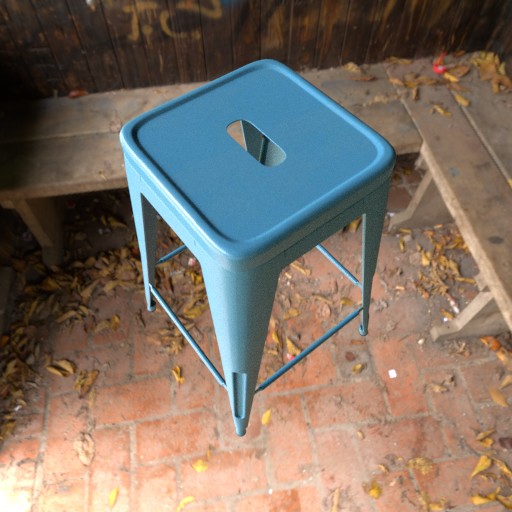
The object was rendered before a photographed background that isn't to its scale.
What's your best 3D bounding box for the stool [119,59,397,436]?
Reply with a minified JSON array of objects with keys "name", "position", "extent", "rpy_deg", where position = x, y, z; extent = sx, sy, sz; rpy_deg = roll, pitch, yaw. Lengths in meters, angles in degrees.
[{"name":"stool","position":[0.000,0.000,0.886],"extent":[0.410,0.608,0.410],"rpy_deg":[-33,63,-20]}]
